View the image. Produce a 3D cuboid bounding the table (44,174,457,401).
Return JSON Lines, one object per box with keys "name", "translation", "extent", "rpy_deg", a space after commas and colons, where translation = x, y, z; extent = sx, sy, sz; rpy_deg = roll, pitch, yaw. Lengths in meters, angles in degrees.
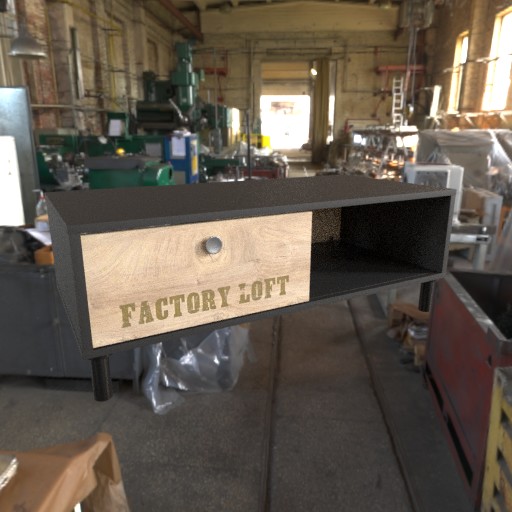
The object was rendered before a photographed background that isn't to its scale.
{"name": "table", "translation": [0.000, 0.000, 1.363], "extent": [1.100, 0.400, 0.550], "rpy_deg": [-9, 18, -28]}
